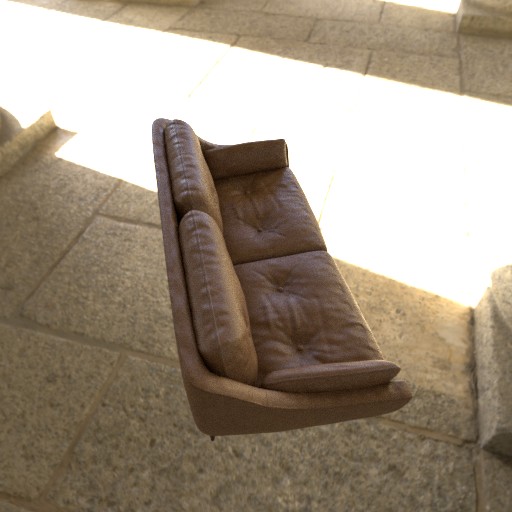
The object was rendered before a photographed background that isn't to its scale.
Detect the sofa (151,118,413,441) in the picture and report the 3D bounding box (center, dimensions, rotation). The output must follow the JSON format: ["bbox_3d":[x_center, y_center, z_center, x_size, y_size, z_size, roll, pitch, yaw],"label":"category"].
[{"bbox_3d":[0.000,0.000,2.364,0.904,0.839,1.902,-9,47,-9],"label":"sofa"}]
